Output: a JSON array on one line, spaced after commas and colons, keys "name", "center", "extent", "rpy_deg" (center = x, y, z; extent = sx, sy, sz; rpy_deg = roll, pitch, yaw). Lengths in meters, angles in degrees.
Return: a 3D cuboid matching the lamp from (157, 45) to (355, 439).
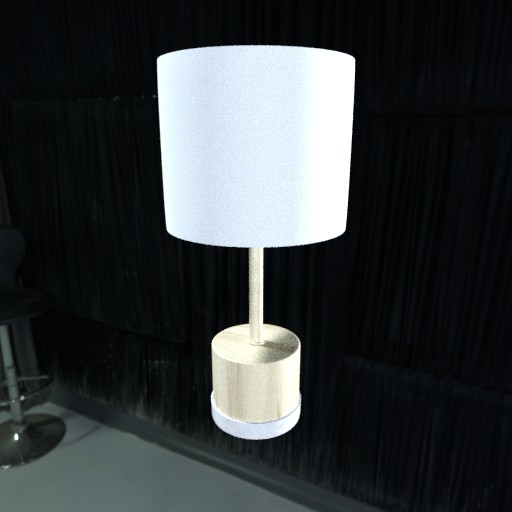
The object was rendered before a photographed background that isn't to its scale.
[{"name": "lamp", "center": [0.000, 0.000, 0.584], "extent": [0.229, 0.470, 0.229], "rpy_deg": [7, 18, 24]}]
